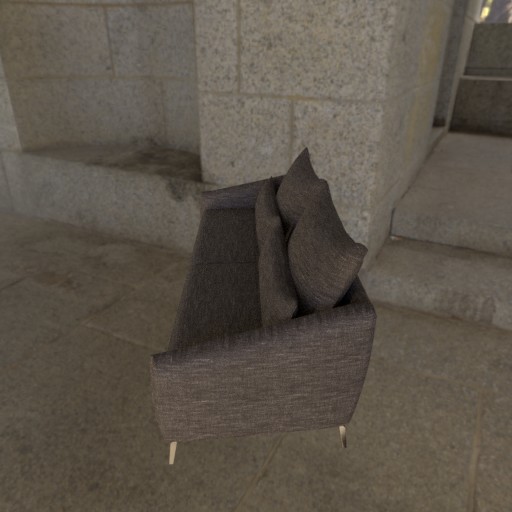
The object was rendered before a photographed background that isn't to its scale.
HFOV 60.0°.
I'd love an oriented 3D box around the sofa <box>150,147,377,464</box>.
[{"bbox_3d":[0.000,0.000,2.449,0.807,0.843,2.019,-1,26,-1],"label":"sofa"}]
